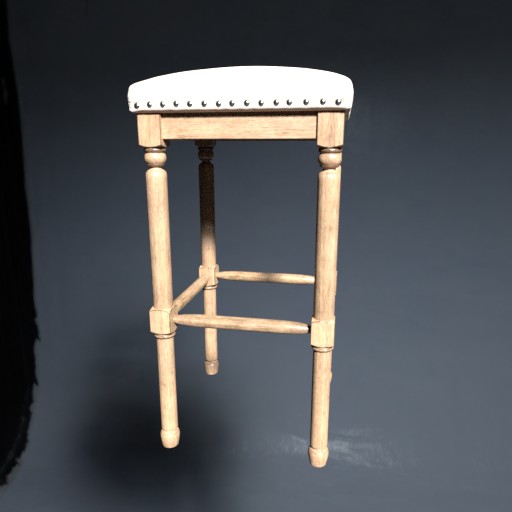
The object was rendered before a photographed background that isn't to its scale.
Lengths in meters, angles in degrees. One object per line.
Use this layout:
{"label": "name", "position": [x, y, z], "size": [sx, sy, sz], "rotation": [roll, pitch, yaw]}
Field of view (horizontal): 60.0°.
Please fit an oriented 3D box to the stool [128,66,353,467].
{"label": "stool", "position": [0.000, 0.000, 0.983], "size": [0.383, 0.768, 0.382], "rotation": [3, 14, 10]}
